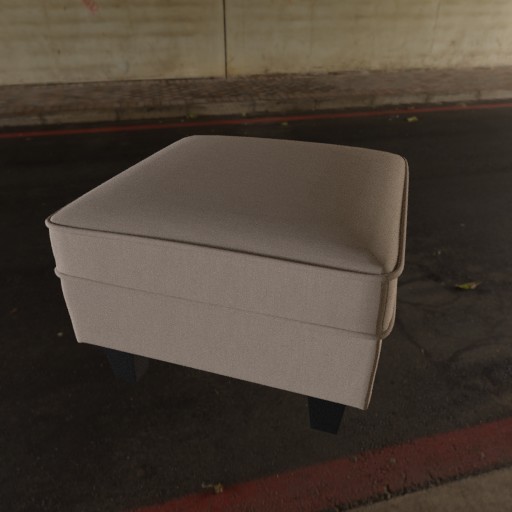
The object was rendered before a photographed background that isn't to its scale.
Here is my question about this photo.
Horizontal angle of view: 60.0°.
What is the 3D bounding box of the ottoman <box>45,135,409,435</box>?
[{"bbox_3d":[0.000,0.000,1.019,0.616,0.438,0.613,9,31,15],"label":"ottoman"}]
